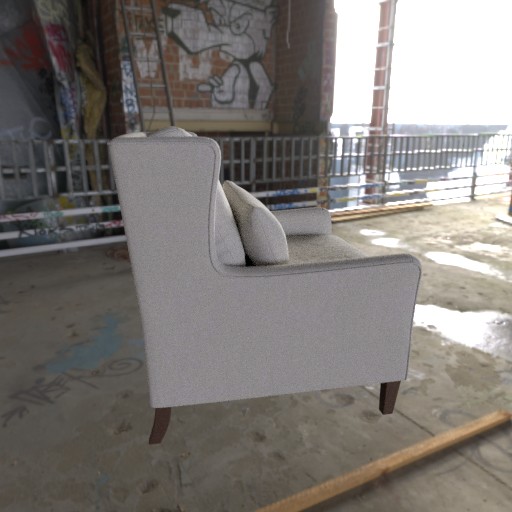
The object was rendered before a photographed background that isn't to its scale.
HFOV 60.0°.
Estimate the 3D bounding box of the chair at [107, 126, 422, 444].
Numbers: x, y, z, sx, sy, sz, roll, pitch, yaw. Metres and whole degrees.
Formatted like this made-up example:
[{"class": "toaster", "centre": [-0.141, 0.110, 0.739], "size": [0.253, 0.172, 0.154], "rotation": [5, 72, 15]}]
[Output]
[{"class": "chair", "centre": [0.000, 0.000, 1.880], "size": [1.040, 1.056, 0.982], "rotation": [-3, 17, -11]}]
